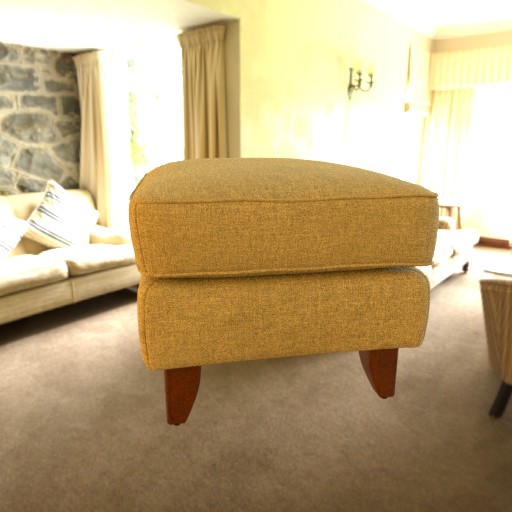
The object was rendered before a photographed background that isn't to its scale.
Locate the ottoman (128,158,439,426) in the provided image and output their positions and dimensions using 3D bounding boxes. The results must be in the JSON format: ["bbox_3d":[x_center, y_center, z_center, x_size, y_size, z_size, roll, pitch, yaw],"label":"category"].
[{"bbox_3d":[0.000,0.000,1.317,0.661,0.561,0.889,-3,14,-11],"label":"ottoman"}]
